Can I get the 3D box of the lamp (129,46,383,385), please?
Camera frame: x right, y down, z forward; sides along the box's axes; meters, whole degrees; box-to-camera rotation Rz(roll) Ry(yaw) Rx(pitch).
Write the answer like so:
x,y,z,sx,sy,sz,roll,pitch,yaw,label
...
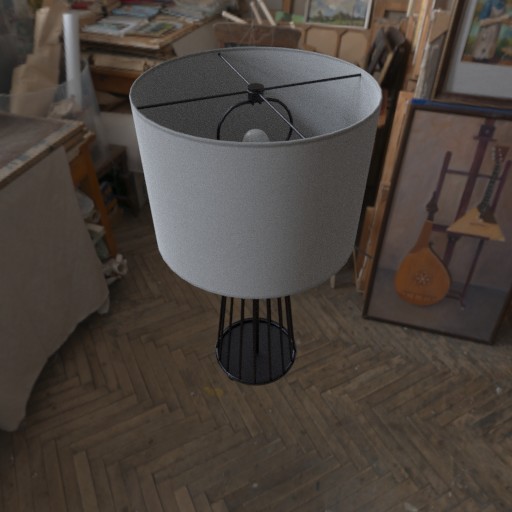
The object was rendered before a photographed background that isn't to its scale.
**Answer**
x,y,z,sx,sy,sz,roll,pitch,yaw,label
0.000,0.000,0.771,0.322,0.593,0.322,-14,44,-16,lamp
